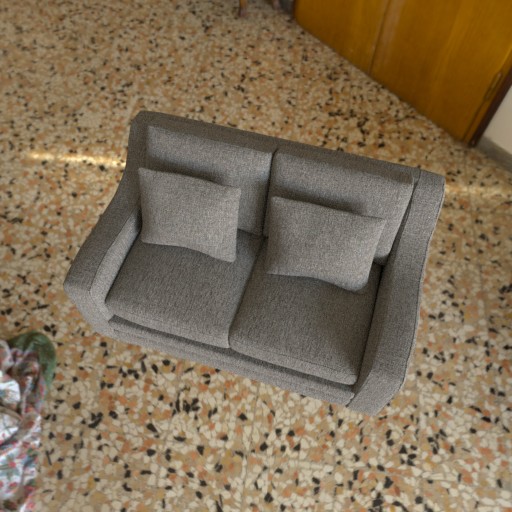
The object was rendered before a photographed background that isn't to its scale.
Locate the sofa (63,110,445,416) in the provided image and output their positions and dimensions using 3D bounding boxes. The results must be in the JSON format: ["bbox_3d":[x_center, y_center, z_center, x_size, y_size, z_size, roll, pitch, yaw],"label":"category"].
[{"bbox_3d":[0.000,0.000,2.458,1.778,0.991,1.120,15,60,9],"label":"sofa"}]
